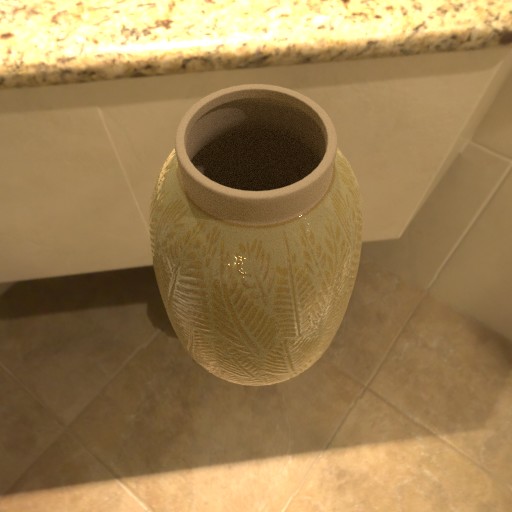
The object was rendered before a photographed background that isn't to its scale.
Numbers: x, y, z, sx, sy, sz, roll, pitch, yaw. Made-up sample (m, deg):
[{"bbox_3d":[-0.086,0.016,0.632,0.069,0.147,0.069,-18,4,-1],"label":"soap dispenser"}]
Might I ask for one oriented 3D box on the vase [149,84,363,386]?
[{"bbox_3d":[0.000,0.000,0.376,0.172,0.270,0.172,0,58,0],"label":"vase"}]
